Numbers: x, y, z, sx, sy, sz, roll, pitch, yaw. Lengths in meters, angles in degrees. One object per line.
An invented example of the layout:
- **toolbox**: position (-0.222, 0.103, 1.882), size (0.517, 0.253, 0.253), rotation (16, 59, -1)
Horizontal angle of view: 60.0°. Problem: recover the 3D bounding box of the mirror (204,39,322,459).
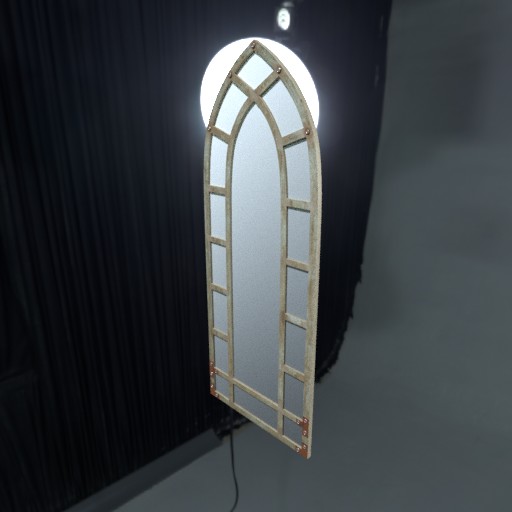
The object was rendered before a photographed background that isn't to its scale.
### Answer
- **mirror**: position (0.000, 0.000, 1.324), size (0.025, 1.175, 0.464), rotation (-16, 24, -42)
